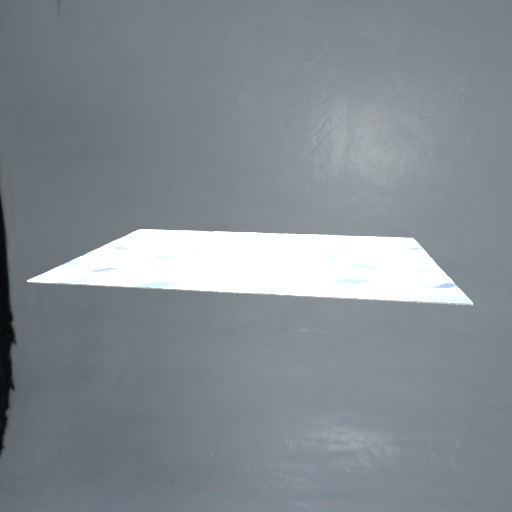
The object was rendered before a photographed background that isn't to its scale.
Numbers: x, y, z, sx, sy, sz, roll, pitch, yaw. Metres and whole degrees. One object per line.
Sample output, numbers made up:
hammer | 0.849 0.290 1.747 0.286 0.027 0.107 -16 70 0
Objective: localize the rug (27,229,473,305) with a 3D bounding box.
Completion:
rug | 0.000 0.000 2.341 1.813 0.006 1.202 2 14 9
